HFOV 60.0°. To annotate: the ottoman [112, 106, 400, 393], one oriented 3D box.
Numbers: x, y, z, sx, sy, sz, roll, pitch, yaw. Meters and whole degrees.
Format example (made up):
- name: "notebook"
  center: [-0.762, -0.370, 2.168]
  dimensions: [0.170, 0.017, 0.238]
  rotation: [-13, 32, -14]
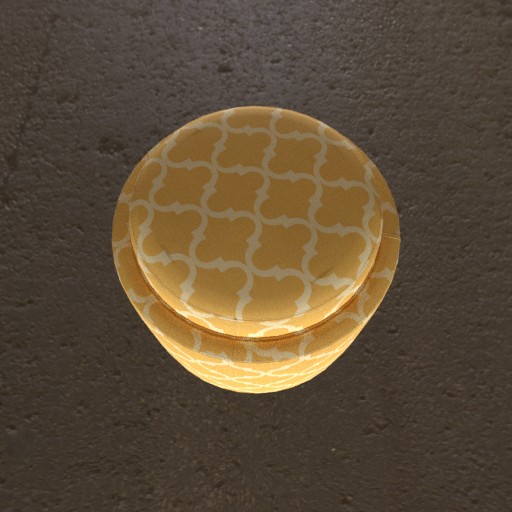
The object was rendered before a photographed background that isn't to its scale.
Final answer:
- name: "ottoman"
  center: [0.000, 0.000, 0.858]
  dimensions: [0.480, 0.429, 0.480]
  rotation: [0, 65, 0]
